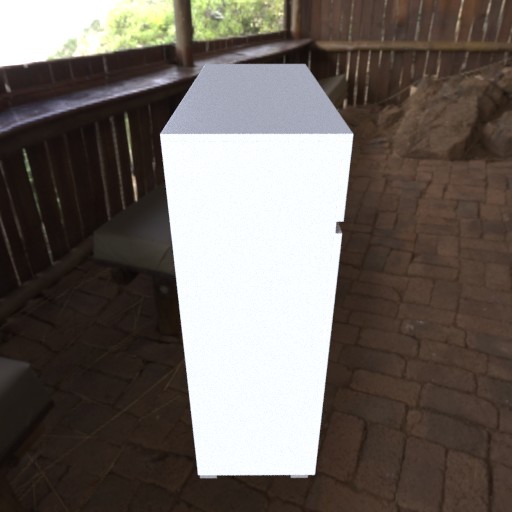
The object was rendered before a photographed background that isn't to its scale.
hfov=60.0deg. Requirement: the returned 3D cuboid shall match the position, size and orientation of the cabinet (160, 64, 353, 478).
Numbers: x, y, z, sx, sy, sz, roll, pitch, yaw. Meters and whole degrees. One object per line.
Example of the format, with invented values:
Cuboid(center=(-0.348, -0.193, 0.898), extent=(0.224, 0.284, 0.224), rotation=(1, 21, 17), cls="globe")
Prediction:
Cuboid(center=(0.000, 0.000, 1.651), extent=(0.400, 1.190, 1.000), rotation=(0, 31, 0), cls="cabinet")
